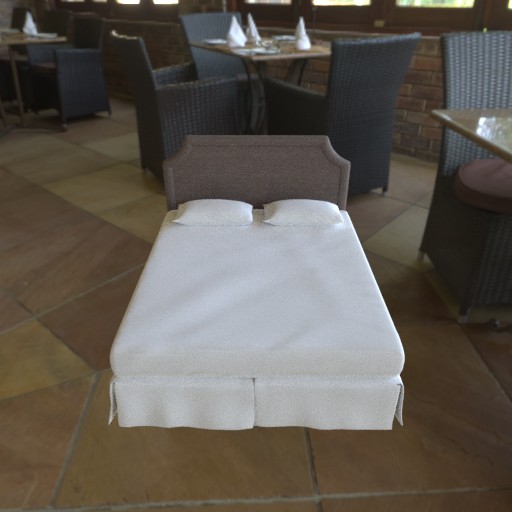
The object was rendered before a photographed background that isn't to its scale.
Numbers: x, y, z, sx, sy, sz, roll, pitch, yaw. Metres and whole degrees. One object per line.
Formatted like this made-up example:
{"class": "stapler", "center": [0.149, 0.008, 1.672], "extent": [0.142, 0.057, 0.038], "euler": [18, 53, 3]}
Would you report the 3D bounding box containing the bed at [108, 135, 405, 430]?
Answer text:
{"class": "bed", "center": [0.000, 0.000, 4.282], "extent": [2.350, 1.590, 2.773], "euler": [0, 30, 0]}
